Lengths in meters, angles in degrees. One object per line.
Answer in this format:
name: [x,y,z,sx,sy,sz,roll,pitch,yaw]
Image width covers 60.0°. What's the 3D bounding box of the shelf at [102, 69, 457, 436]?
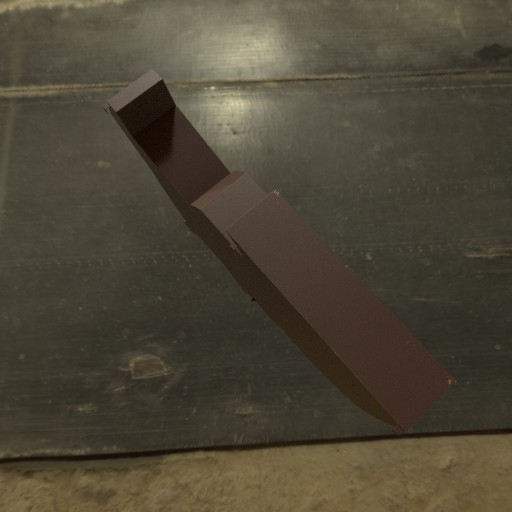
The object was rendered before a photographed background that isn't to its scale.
shelf: [0.000,0.000,0.893,0.112,0.439,0.729,-40,79,-9]
